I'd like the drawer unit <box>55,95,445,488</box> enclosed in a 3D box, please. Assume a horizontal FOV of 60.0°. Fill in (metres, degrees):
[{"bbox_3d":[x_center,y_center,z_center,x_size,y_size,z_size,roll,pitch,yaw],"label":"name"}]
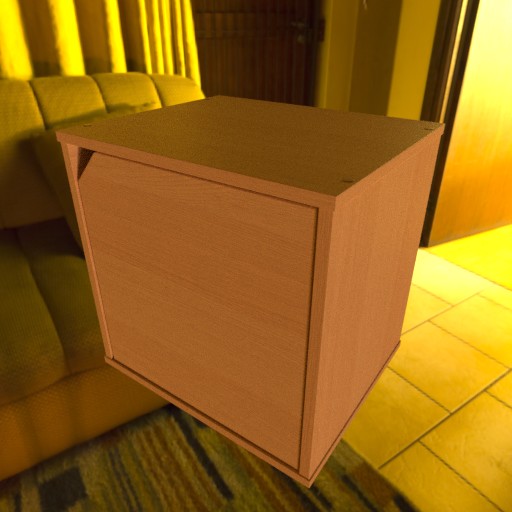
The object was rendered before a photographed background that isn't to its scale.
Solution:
[{"bbox_3d":[0.000,0.000,0.598,0.349,0.344,0.290,19,34,30],"label":"drawer unit"}]
